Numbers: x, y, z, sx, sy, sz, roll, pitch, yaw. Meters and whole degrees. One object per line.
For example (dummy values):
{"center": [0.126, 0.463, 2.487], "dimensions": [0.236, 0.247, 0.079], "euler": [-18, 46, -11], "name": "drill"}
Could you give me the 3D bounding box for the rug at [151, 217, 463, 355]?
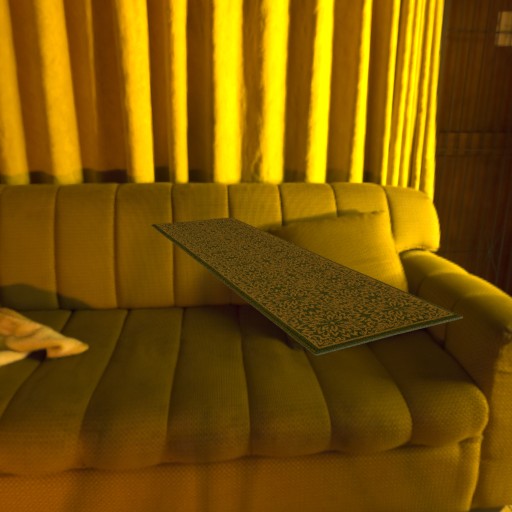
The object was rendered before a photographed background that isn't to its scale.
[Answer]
{"center": [0.000, 0.000, 2.476], "dimensions": [0.662, 0.011, 2.196], "euler": [-8, 18, -25], "name": "rug"}
